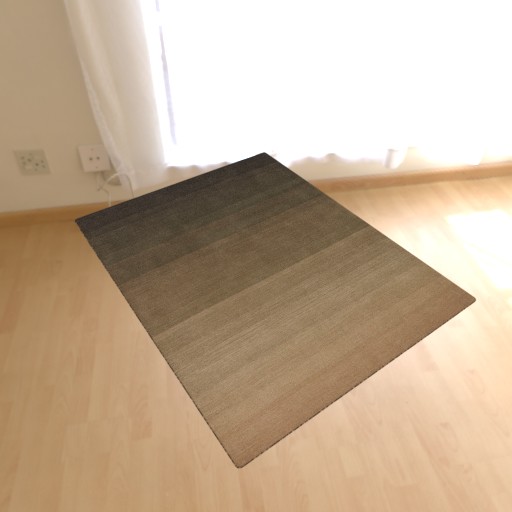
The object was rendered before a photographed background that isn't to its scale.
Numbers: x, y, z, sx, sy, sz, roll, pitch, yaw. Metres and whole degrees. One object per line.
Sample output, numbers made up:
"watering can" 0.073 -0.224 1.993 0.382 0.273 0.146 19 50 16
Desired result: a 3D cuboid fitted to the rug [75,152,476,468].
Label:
"rug" 0.000 0.000 3.934 2.306 0.017 2.902 -25 48 -25
